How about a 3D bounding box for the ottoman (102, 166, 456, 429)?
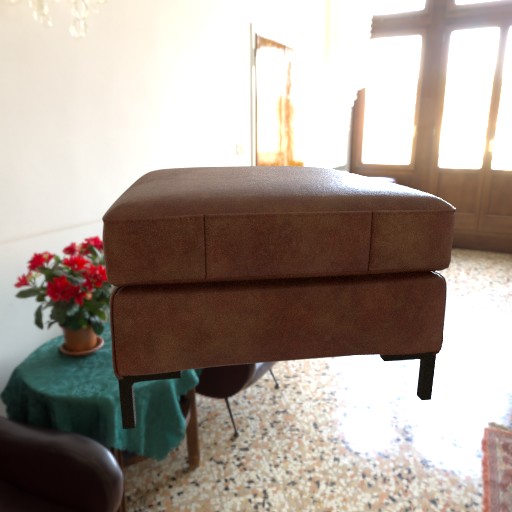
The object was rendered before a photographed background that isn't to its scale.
[{"bbox_3d":[0.000,0.000,1.767,0.965,0.667,1.186,-2,15,-8],"label":"ottoman"}]
